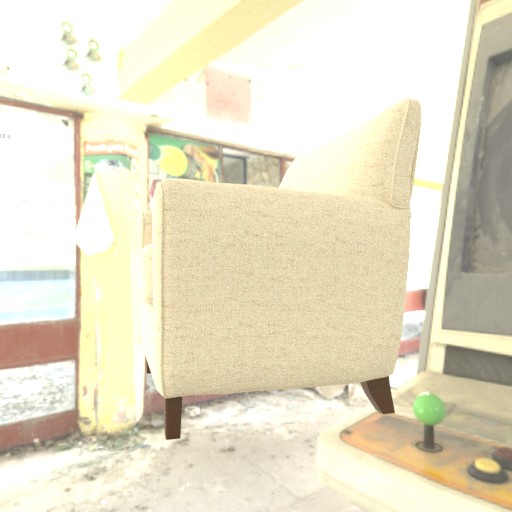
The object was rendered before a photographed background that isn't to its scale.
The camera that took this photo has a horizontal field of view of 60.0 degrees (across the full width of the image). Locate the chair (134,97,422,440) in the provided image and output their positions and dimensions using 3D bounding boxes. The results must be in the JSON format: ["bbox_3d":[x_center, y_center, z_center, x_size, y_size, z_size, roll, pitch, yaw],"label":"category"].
[{"bbox_3d":[0.000,0.000,1.578,0.823,0.943,0.870,0,0,-18],"label":"chair"}]
